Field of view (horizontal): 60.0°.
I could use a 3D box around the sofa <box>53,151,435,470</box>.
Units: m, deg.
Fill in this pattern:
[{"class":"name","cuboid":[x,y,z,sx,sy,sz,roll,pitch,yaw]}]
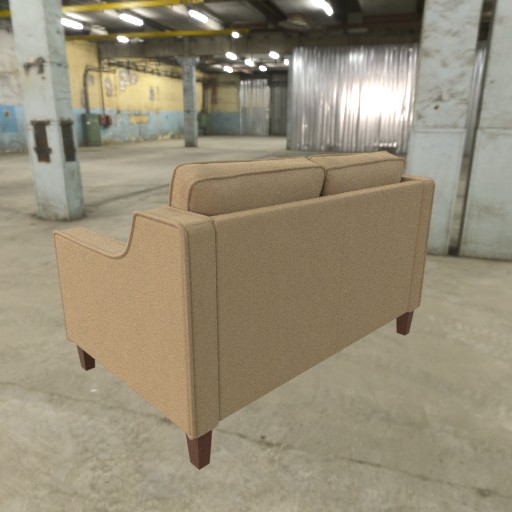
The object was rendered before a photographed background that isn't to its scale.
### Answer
[{"class":"sofa","cuboid":[0.000,0.000,2.097,1.501,0.971,0.987,-16,23,-42]}]
